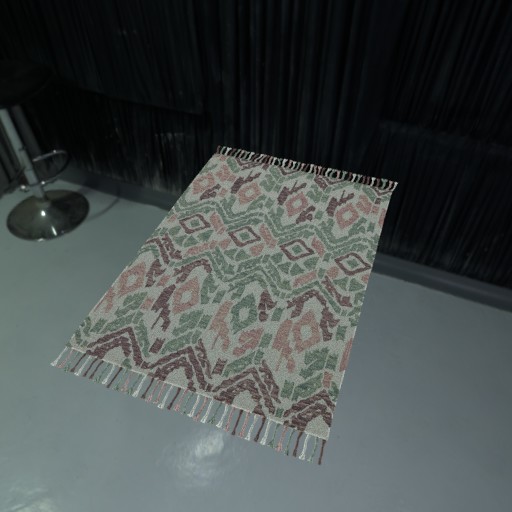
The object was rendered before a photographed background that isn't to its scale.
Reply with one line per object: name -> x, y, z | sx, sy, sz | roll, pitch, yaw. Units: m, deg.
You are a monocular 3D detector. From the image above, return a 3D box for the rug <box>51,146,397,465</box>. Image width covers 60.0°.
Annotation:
rug -> 0.000, 0.000, 2.329 | 1.219, 0.010, 1.829 | 15, 48, 14
